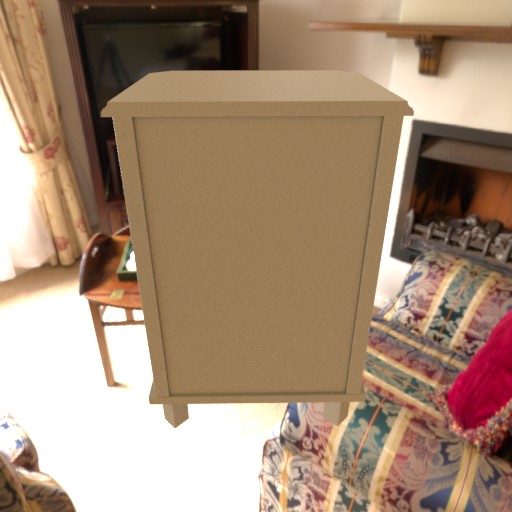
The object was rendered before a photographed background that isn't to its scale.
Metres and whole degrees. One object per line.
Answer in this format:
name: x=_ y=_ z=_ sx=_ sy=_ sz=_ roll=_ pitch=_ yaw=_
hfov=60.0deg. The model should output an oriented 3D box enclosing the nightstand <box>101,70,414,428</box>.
nightstand: x=0.000 y=0.000 z=0.925 sx=0.435 sy=0.680 sz=0.348 roll=-1 pitch=29 yaw=-1
